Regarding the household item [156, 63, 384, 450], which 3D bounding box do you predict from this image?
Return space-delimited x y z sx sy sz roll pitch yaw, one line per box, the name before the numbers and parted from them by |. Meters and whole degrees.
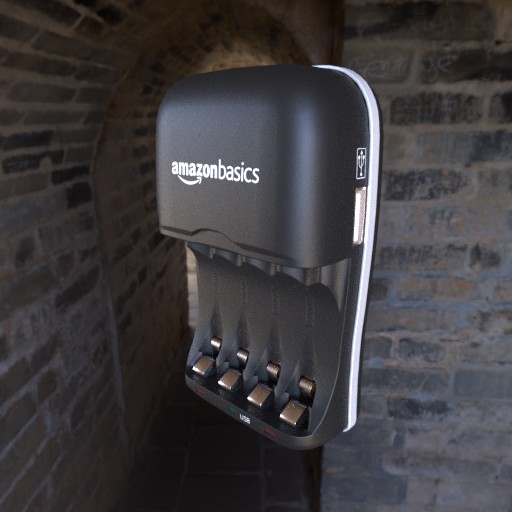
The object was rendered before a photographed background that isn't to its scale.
household item | 0.000 0.000 0.144 0.070 0.114 0.038 14 22 41
